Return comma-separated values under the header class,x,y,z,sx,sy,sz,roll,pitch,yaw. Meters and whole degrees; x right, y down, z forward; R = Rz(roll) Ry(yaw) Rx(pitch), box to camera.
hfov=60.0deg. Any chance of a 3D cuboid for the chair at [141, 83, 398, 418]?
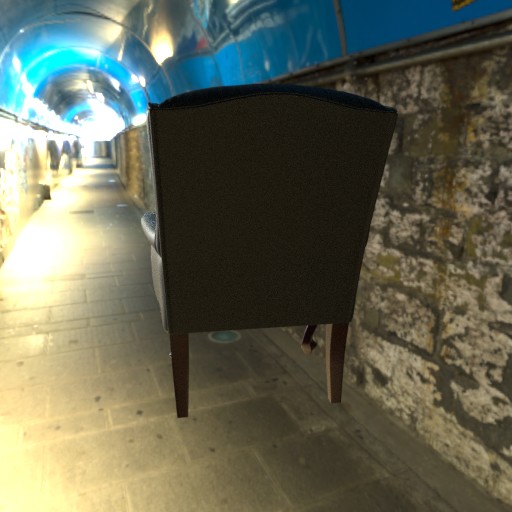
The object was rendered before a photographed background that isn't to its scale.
class,x,y,z,sx,sy,sz,roll,pitch,yaw
chair,0.000,0.000,1.623,0.838,1.111,0.762,-2,14,-9
